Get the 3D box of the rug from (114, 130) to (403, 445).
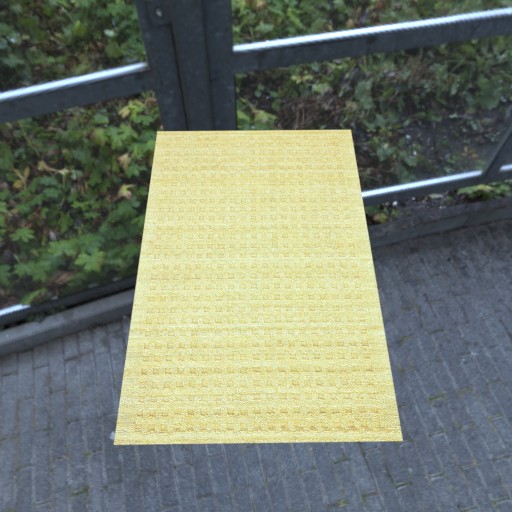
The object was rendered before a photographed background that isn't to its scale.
[{"bbox_3d":[0.000,0.000,2.915,1.524,0.006,2.286,-1,60,0],"label":"rug"}]
